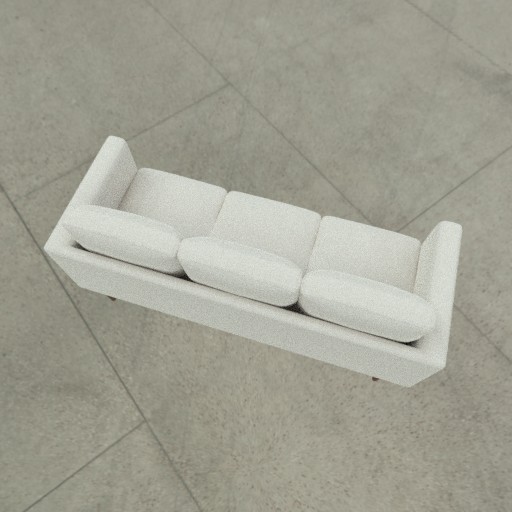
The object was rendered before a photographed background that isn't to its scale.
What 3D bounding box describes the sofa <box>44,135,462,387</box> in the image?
[{"bbox_3d":[0.000,0.000,2.492,2.029,0.912,0.802,16,65,7],"label":"sofa"}]
